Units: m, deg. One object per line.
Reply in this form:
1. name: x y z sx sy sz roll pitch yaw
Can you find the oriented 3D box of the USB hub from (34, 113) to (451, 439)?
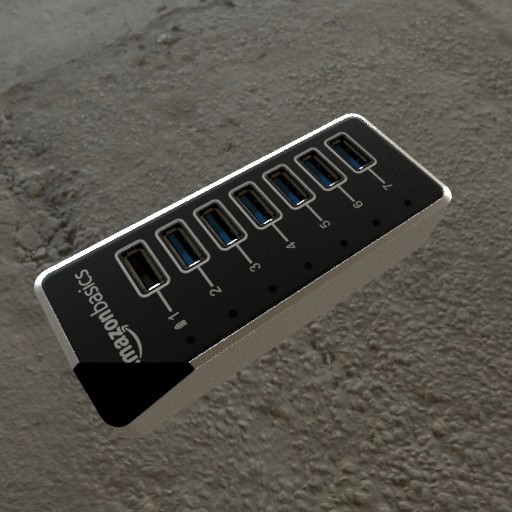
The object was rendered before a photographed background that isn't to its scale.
1. USB hub: 0.000 0.000 0.128 0.110 0.023 0.044 -31 63 -17
